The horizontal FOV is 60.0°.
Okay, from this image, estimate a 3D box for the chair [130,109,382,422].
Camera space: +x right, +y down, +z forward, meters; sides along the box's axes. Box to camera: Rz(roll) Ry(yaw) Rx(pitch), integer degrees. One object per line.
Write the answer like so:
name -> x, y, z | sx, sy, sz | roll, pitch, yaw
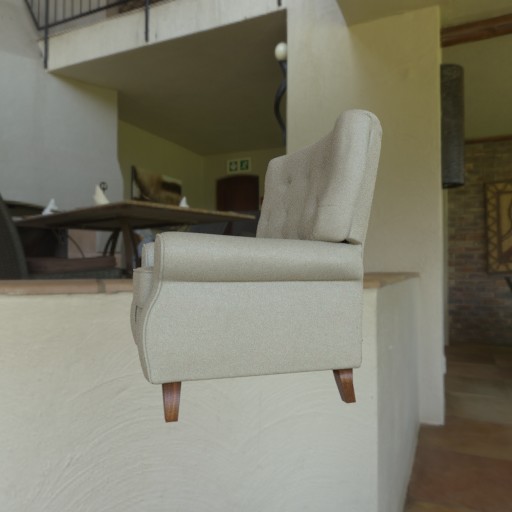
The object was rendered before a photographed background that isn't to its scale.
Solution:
chair -> 0.000, 0.000, 1.979 | 1.059, 1.158, 0.943 | 0, -1, -18
